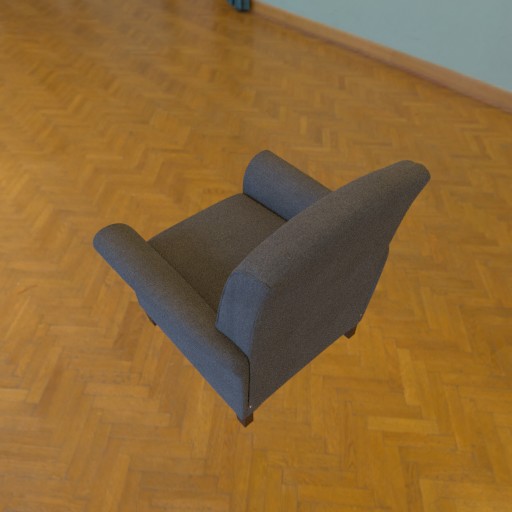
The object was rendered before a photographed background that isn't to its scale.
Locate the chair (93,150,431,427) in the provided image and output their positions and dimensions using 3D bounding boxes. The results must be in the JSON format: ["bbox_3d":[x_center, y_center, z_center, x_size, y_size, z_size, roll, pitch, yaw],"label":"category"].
[{"bbox_3d":[0.000,0.000,1.814,0.978,1.061,0.905,-32,53,-28],"label":"chair"}]
